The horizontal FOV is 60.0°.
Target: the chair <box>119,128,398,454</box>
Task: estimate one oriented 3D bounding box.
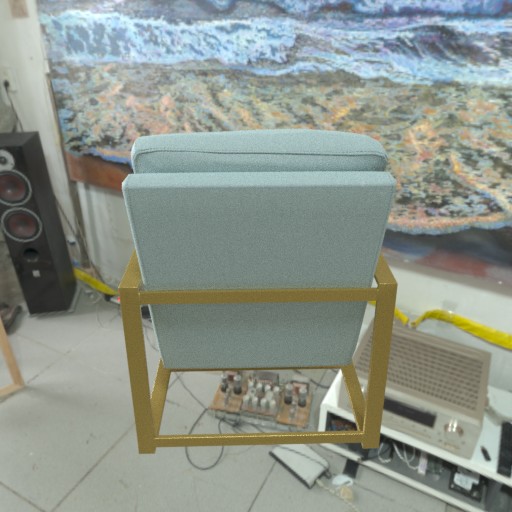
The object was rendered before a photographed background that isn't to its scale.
[{"bbox_3d":[0.000,0.000,1.519,0.758,0.956,0.813,-1,29,-1],"label":"chair"}]
